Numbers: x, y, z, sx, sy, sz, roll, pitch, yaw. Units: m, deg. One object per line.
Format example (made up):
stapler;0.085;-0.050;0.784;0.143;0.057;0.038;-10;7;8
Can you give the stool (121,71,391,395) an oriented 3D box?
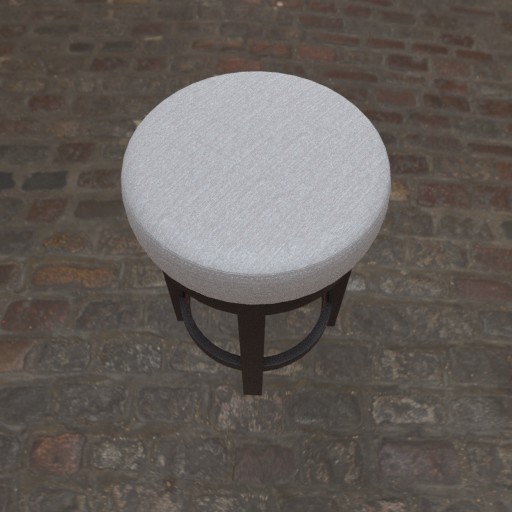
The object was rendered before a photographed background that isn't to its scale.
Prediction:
stool;0.000;0.000;0.972;0.443;0.672;0.443;0;59;0
